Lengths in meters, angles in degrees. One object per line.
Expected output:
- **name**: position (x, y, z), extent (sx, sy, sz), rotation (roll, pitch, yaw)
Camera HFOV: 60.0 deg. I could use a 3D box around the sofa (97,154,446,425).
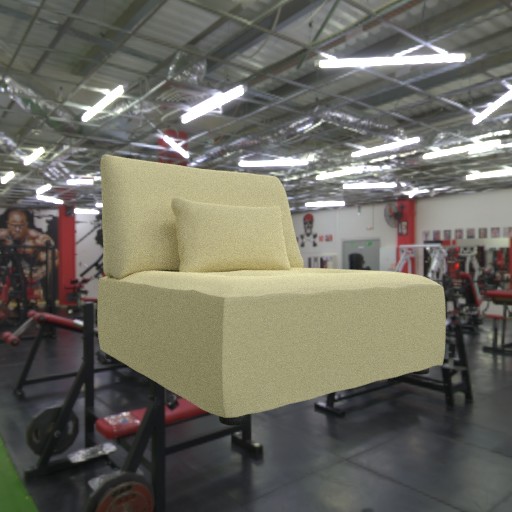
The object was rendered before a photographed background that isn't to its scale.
- **sofa**: position (0.000, 0.000, 1.690), extent (0.930, 0.820, 1.000), rotation (0, 0, -36)
